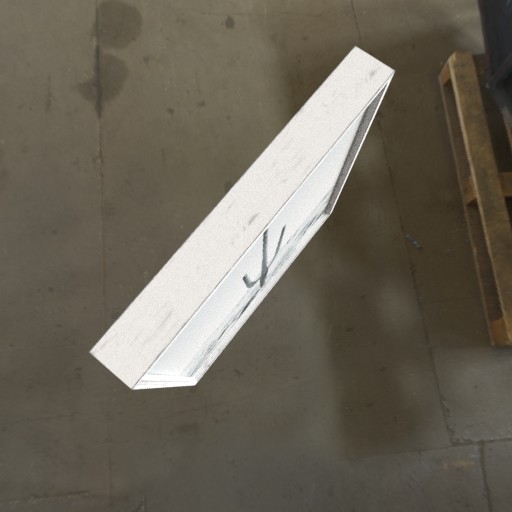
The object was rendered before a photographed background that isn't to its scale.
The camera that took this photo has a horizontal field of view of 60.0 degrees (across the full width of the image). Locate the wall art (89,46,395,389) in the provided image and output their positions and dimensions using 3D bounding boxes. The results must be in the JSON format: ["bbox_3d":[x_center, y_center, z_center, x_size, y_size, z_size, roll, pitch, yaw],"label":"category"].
[{"bbox_3d":[0.000,0.000,0.465,0.038,0.305,0.305,37,78,10],"label":"wall art"}]
